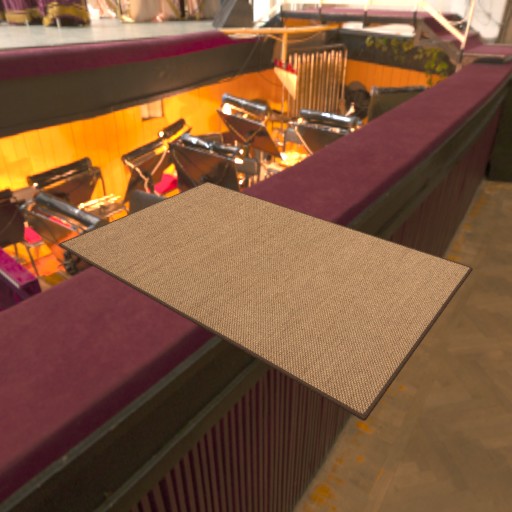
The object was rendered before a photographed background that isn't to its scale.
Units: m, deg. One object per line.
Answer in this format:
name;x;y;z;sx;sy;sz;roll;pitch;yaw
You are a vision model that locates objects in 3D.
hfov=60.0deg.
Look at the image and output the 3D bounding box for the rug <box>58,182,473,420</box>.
rug;0.000;0.000;2.104;1.676;0.013;1.067;23;38;32
